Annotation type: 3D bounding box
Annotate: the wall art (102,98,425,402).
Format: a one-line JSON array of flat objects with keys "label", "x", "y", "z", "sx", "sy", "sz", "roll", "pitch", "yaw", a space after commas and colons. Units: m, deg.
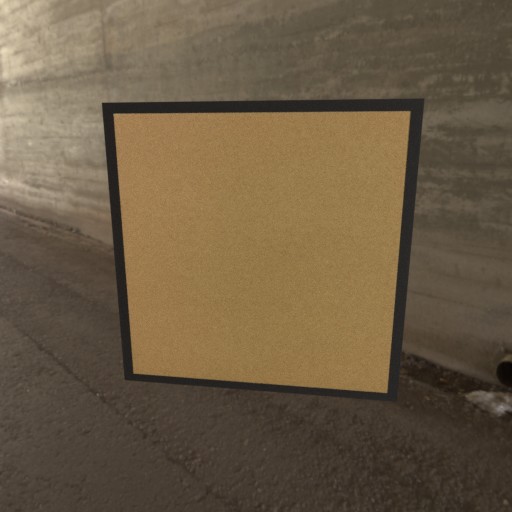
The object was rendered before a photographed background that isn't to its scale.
[{"label": "wall art", "x": 0.000, "y": 0.000, "z": 1.150, "sx": 0.762, "sy": 0.760, "sz": 0.037, "roll": 2, "pitch": 15, "yaw": 8}]
